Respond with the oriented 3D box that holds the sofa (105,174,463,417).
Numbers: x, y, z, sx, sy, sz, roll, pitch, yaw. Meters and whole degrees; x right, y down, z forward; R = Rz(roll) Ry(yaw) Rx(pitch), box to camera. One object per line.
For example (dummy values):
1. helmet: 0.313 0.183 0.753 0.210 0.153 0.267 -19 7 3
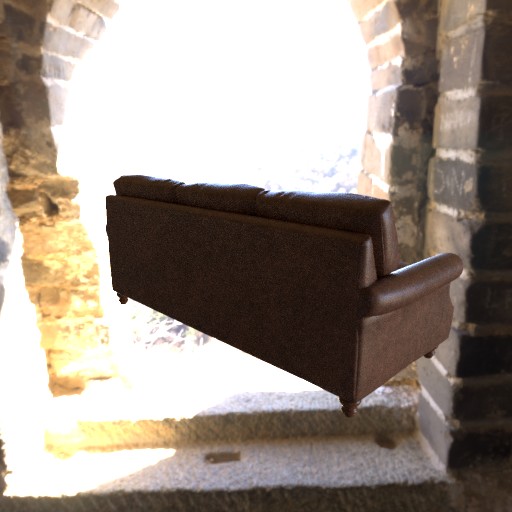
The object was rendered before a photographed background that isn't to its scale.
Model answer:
1. sofa: 0.000 0.000 2.853 0.973 0.977 2.351 -14 19 -43
